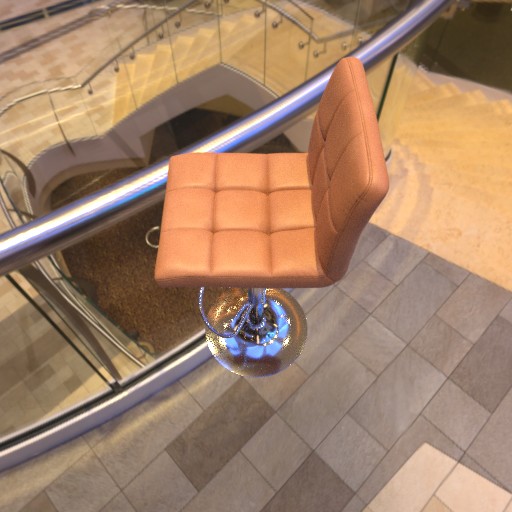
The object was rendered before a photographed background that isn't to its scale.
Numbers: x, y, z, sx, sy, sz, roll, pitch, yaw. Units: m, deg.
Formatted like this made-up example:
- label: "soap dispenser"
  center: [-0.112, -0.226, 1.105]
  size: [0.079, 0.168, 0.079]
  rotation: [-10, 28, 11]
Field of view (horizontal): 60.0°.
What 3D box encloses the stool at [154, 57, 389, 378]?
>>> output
- label: "stool"
  center: [0.000, 0.000, 1.376]
  size: [0.505, 1.115, 0.430]
  rotation: [0, 58, 0]
